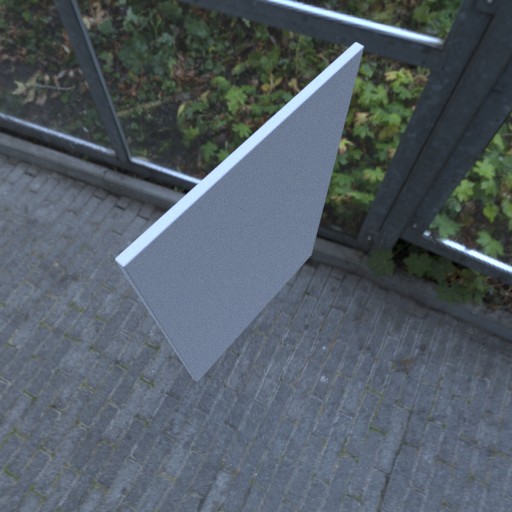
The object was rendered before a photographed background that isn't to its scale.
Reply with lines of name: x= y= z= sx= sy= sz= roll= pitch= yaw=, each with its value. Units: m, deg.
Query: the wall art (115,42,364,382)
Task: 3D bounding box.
wall art: x=0.000 y=0.000 z=0.617 sx=0.011 sy=0.482 sz=0.329 roll=38 pitch=70 yaw=17
